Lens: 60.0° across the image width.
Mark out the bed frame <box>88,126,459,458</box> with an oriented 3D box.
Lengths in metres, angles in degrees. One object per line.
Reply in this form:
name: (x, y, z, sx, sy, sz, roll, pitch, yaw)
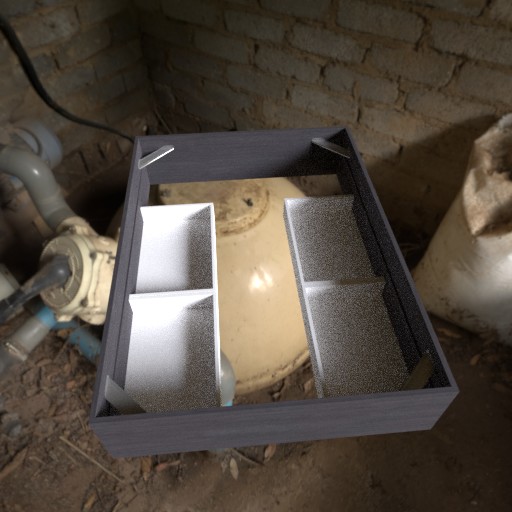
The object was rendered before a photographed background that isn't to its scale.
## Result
bed frame: (0.000, 0.000, 2.511, 1.448, 0.459, 1.944, -4, 48, -3)
